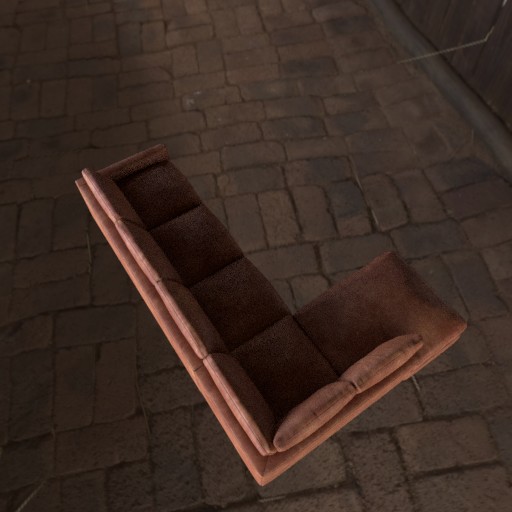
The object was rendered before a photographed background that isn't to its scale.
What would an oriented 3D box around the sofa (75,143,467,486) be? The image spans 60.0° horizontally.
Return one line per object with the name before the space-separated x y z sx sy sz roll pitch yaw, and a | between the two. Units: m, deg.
sofa | 0.000 0.000 3.810 1.938 0.877 2.984 -30 62 -18
